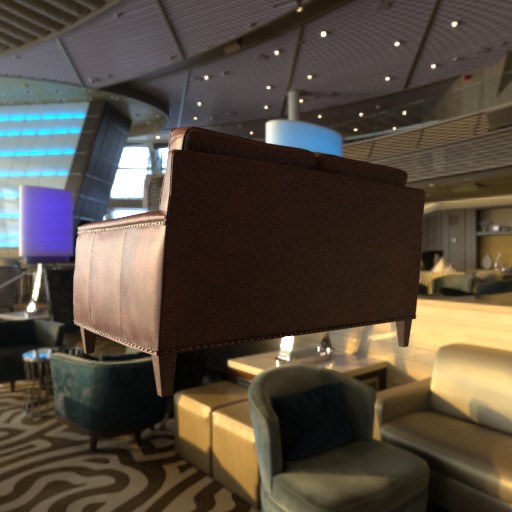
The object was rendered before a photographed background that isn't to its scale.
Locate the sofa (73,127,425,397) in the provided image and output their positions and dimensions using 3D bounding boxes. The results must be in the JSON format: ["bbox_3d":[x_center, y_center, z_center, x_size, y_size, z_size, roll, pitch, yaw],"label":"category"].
[{"bbox_3d":[0.000,0.000,2.354,1.628,1.003,1.083,0,0,-37],"label":"sofa"}]
